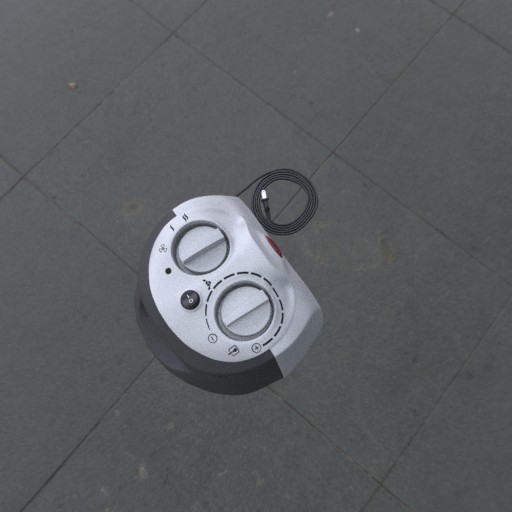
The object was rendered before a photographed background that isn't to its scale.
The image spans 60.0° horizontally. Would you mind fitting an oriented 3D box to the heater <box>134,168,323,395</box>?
[{"bbox_3d":[0.000,0.000,0.480,0.291,0.255,0.239,-34,78,-8],"label":"heater"}]
